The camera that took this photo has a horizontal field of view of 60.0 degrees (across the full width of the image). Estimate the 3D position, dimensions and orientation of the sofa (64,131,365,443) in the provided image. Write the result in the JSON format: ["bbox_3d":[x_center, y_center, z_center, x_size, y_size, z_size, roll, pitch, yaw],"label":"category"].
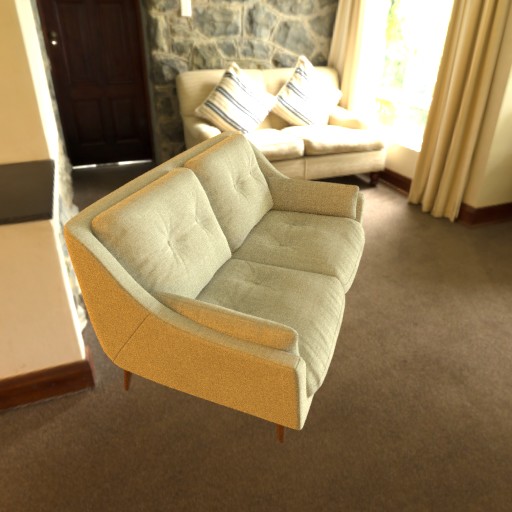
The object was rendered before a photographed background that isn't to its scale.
[{"bbox_3d":[0.000,0.000,2.223,0.965,0.888,1.652,9,30,17],"label":"sofa"}]
